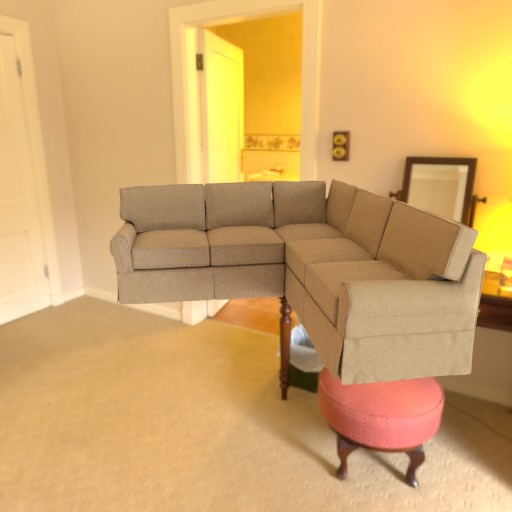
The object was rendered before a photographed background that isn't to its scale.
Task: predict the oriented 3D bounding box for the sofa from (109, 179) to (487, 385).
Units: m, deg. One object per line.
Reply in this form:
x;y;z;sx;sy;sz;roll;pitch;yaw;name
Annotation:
0.000;0.000;4.082;2.730;1.124;2.733;-2;16;-9;sofa
